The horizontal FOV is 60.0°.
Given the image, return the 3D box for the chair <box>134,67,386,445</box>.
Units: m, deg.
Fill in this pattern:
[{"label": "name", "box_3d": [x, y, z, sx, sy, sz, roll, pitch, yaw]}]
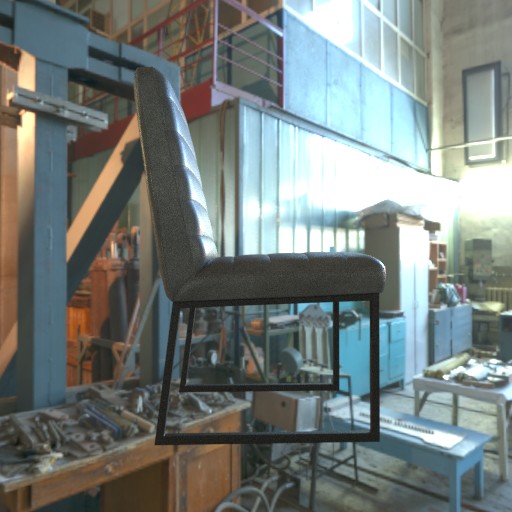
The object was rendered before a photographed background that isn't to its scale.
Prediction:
[{"label": "chair", "box_3d": [0.000, 0.000, 1.326, 0.634, 0.930, 0.520, 0, -1, -2]}]
